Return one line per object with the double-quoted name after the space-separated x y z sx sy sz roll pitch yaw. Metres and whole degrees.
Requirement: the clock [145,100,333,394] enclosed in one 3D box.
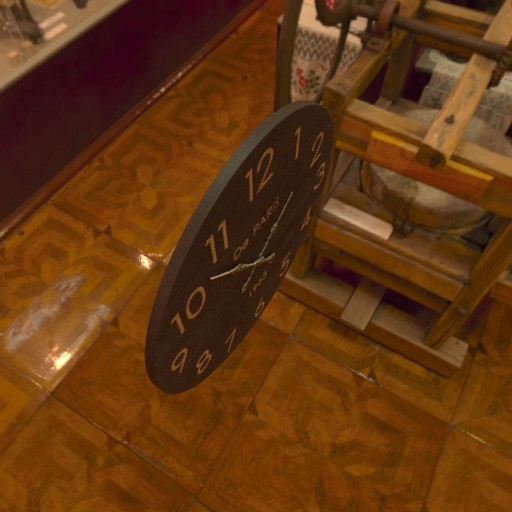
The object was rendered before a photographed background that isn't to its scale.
0.000 0.000 0.857 0.029 0.595 0.595 29 62 17 "clock"
